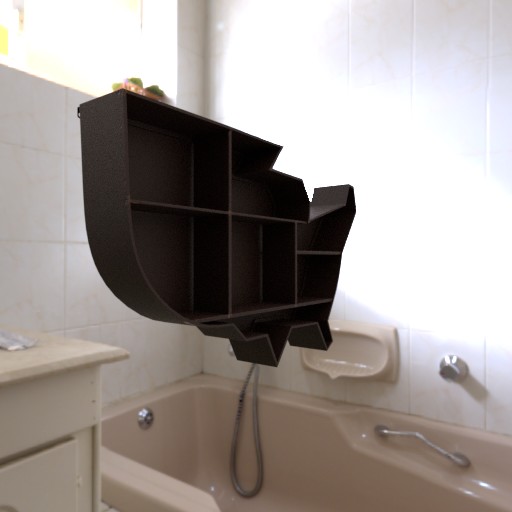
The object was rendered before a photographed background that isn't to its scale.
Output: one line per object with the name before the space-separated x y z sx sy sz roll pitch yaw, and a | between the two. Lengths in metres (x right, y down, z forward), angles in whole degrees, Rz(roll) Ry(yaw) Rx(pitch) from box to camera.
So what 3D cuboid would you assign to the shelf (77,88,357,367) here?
shelf | 0.000 0.000 0.905 0.112 0.439 0.729 0 0 37
